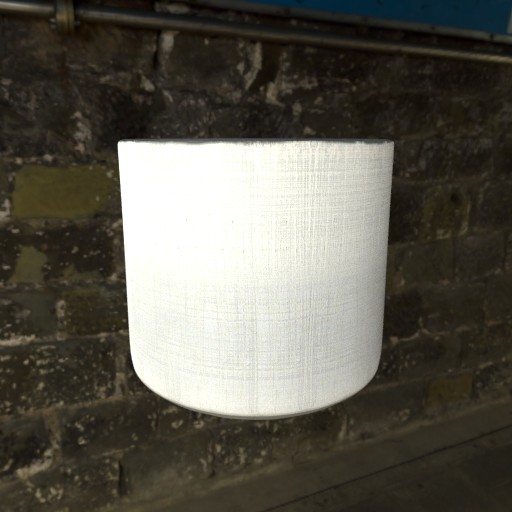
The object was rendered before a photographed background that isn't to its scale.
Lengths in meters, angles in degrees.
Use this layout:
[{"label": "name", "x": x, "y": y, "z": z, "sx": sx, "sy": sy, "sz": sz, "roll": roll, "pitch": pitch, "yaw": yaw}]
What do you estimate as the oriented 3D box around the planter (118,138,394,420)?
[{"label": "planter", "x": 0.000, "y": 0.000, "z": 0.395, "sx": 0.226, "sy": 0.201, "sz": 0.226, "roll": 0, "pitch": 14, "yaw": 0}]
